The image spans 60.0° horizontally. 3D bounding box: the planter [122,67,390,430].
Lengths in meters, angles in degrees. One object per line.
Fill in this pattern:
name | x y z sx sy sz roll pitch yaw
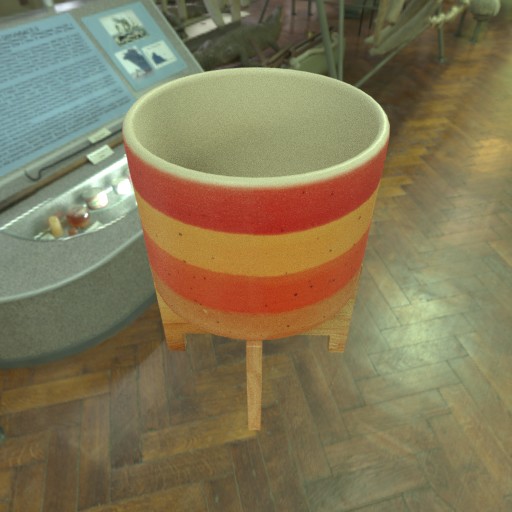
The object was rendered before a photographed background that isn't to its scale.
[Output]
planter | 0.000 0.000 0.559 0.269 0.379 0.269 0 42 0
